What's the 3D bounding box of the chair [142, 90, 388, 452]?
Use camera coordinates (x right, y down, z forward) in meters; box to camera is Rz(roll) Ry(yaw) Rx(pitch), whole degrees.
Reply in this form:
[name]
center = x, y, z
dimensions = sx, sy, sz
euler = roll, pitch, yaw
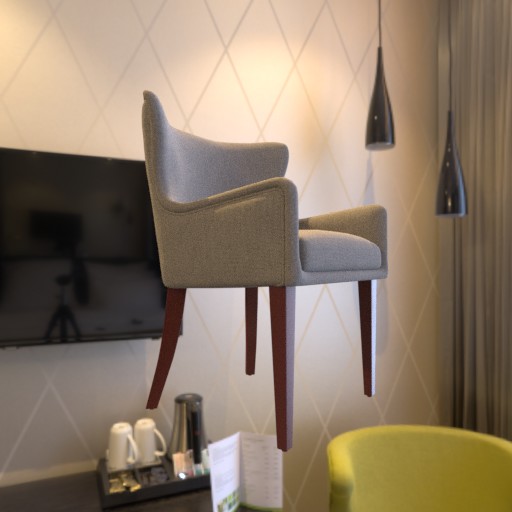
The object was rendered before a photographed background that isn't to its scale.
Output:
[chair]
center = 0.000, 0.000, 1.461
dimensions = 0.677, 0.948, 0.732
euler = -1, -1, 36
